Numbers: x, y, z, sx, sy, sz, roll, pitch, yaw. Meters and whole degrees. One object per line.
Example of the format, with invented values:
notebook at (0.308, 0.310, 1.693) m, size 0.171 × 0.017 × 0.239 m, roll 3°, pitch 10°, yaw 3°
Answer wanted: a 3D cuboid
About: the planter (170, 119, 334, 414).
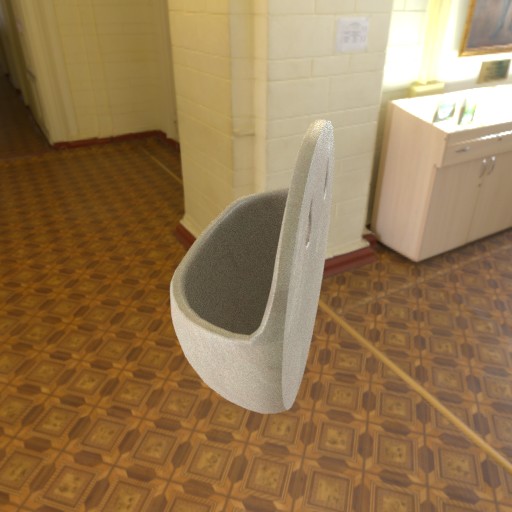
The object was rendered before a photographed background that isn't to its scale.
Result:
planter at (0.000, 0.000, 0.274) m, size 0.073 × 0.164 × 0.190 m, roll 8°, pitch 31°, yaw 13°
